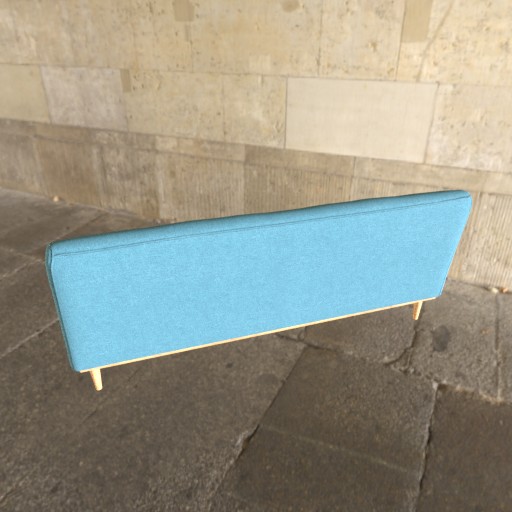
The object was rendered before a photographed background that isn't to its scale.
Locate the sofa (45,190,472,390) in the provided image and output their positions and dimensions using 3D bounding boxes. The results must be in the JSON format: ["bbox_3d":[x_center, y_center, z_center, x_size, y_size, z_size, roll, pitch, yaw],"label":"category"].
[{"bbox_3d":[0.000,0.000,2.517,2.057,0.871,0.978,-9,28,-17],"label":"sofa"}]
